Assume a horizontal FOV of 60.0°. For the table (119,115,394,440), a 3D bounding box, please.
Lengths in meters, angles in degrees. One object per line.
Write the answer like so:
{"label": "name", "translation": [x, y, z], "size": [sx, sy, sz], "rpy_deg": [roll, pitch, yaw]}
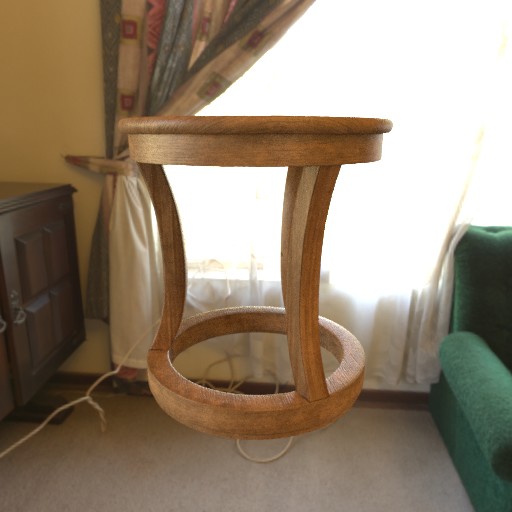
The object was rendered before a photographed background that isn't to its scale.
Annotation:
{"label": "table", "translation": [0.000, 0.000, 0.784], "size": [0.432, 0.460, 0.432], "rpy_deg": [0, 16, 0]}
